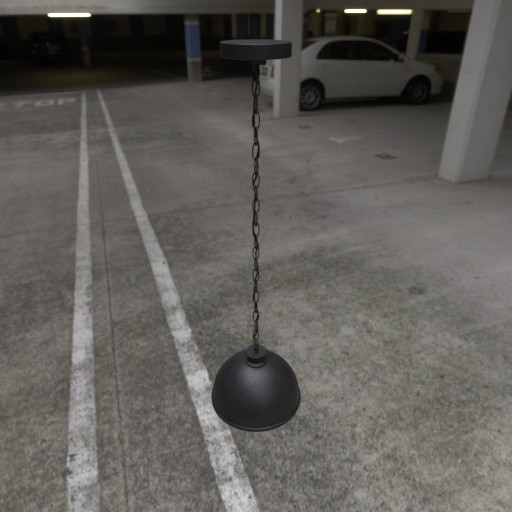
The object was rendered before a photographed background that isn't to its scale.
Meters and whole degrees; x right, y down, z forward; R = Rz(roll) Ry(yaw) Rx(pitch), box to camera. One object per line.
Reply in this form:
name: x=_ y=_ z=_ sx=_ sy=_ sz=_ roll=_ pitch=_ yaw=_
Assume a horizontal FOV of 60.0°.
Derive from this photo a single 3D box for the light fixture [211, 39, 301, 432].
light fixture: x=0.000 y=0.000 z=1.250 sx=0.304 sy=1.090 sz=0.304 roll=-10 pitch=31 yaw=-17
